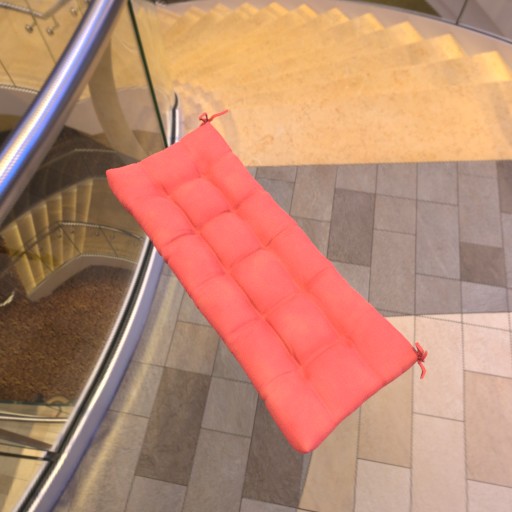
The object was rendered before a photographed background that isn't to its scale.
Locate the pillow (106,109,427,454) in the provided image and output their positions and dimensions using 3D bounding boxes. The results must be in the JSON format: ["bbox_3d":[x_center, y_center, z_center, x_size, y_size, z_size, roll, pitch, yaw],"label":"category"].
[{"bbox_3d":[0.000,0.000,1.435,0.511,0.174,1.194,-33,67,-16],"label":"pillow"}]
